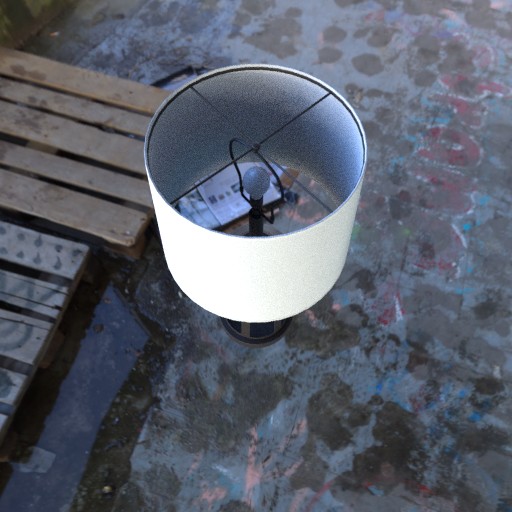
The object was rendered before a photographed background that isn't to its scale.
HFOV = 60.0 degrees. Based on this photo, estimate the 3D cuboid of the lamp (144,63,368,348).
[{"bbox_3d":[0.000,0.000,0.666,0.251,0.509,0.251,0,64,0],"label":"lamp"}]
